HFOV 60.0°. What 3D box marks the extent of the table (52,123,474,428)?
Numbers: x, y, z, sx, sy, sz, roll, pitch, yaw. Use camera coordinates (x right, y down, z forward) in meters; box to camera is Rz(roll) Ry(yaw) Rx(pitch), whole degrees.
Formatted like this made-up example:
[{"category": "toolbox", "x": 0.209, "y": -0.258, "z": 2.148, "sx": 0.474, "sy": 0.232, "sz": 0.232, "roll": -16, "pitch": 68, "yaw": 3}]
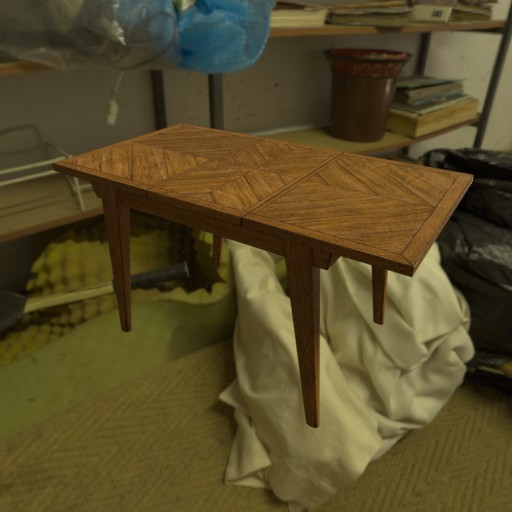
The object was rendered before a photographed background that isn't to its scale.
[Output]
[{"category": "table", "x": 0.000, "y": 0.000, "z": 1.861, "sx": 1.400, "sy": 0.760, "sz": 0.757, "roll": 18, "pitch": 35, "yaw": 28}]
